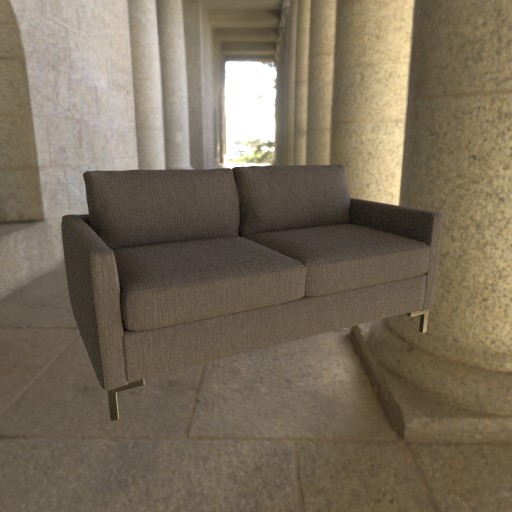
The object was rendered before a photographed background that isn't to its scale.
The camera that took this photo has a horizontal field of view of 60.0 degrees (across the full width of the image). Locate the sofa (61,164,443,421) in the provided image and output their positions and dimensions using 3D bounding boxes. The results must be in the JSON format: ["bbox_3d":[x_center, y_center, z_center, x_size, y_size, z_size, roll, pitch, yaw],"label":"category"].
[{"bbox_3d":[0.000,0.000,2.182,1.682,0.840,0.875,-8,17,-27],"label":"sofa"}]
